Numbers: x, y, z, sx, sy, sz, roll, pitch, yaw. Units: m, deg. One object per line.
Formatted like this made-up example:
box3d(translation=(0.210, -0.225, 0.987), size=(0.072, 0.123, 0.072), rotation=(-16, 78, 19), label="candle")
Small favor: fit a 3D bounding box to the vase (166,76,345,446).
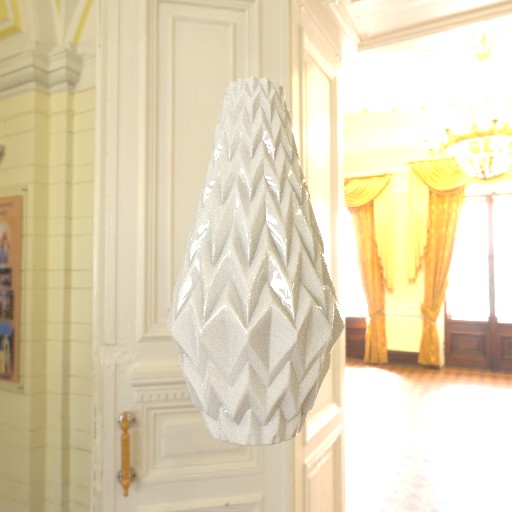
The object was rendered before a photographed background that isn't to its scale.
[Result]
box3d(translation=(0.000, 0.000, 0.427), size=(0.167, 0.328, 0.167), rotation=(0, -2, 0), label="vase")
